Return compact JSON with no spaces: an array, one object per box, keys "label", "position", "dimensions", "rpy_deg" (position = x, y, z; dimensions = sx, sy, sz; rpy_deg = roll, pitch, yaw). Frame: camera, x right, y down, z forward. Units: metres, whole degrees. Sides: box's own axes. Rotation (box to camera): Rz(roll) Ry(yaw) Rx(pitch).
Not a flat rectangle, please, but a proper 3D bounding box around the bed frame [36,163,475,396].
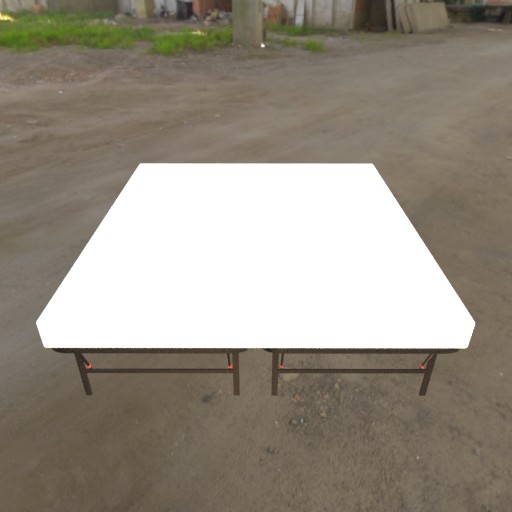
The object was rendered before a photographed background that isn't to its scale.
[{"label":"bed frame","position":[0.000,0.000,2.953],"dimensions":[1.930,0.559,2.032],"rpy_deg":[0,31,0]}]
